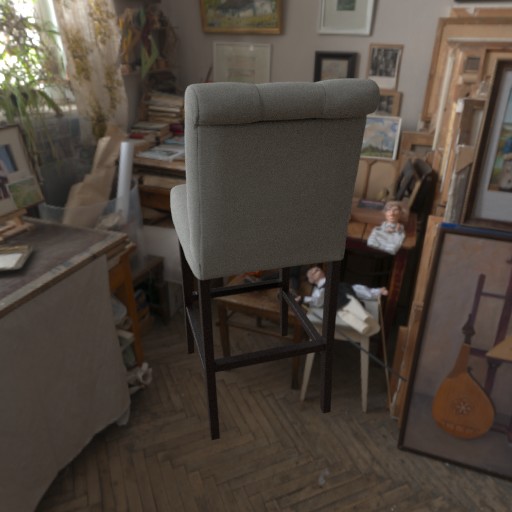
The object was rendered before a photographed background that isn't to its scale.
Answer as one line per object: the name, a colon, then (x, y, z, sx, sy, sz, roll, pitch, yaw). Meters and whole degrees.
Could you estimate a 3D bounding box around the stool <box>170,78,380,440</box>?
stool: (0.000, 0.000, 1.483, 0.493, 1.140, 0.601, -8, 28, -15)
